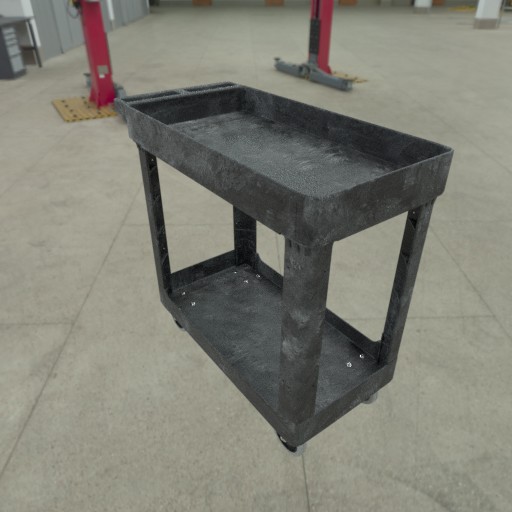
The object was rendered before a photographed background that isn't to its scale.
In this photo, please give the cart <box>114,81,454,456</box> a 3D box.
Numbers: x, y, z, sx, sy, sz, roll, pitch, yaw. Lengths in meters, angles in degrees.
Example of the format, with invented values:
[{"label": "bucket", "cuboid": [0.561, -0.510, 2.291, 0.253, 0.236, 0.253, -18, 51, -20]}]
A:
[{"label": "cart", "cuboid": [0.000, 0.000, 1.346, 0.420, 0.824, 0.877, -22, 39, -30]}]
